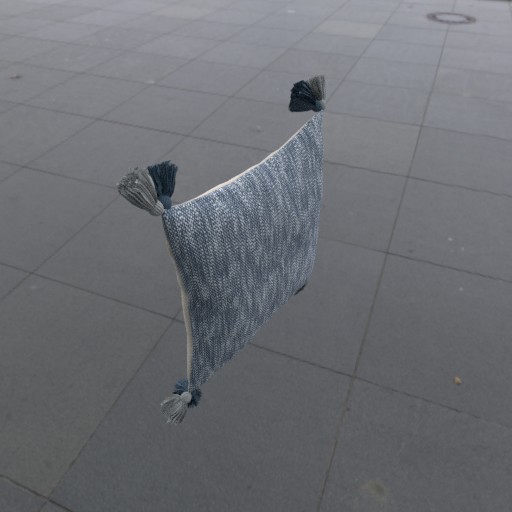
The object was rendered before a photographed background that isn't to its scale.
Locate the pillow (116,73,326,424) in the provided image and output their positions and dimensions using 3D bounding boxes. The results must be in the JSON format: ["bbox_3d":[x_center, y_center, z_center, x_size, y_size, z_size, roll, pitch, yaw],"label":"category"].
[{"bbox_3d":[0.000,0.000,0.952,0.138,0.634,0.614,26,47,27],"label":"pillow"}]
